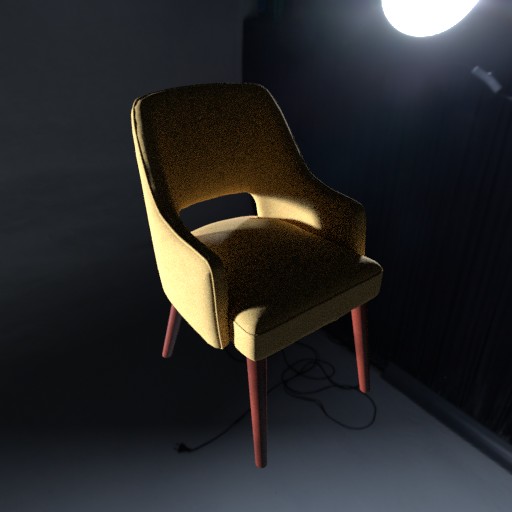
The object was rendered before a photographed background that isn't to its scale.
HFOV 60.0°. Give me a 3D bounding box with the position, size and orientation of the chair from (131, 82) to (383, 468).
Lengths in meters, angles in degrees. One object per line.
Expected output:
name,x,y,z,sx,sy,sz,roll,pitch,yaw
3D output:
chair,0.000,0.000,1.260,0.548,0.849,0.605,-21,36,-33
